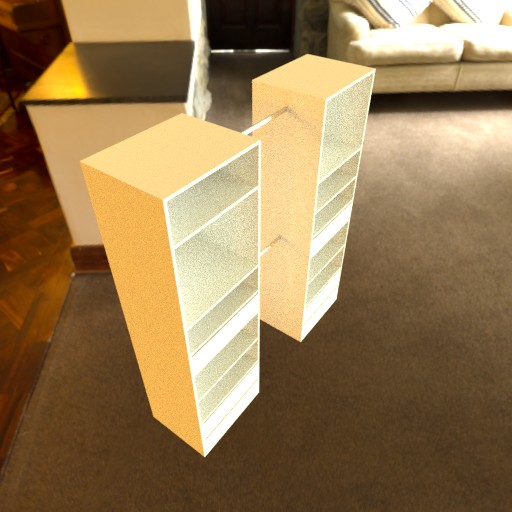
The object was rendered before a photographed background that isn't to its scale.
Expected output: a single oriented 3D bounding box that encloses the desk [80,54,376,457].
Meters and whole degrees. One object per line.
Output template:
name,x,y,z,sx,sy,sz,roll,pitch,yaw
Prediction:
desk,0.000,0.000,2.892,0.480,2.000,1.770,26,47,27
